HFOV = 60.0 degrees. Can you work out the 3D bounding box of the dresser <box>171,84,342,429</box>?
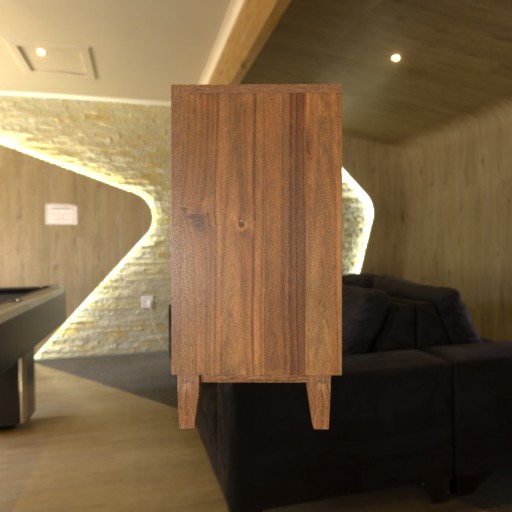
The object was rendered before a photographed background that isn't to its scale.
[{"bbox_3d":[0.000,0.000,1.815,0.446,0.873,1.400,0,0,0],"label":"dresser"}]
